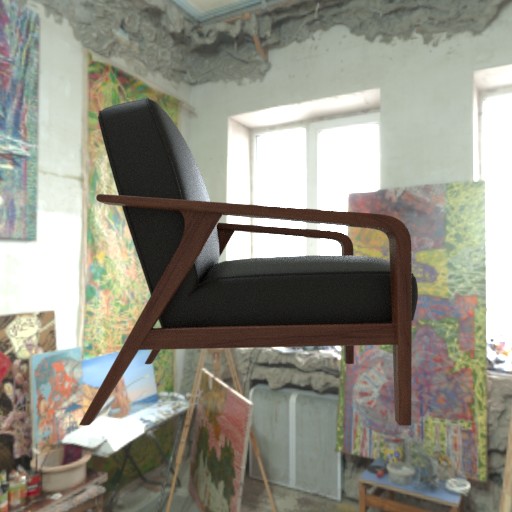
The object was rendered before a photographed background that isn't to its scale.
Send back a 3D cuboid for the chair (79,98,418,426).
[{"bbox_3d":[0.000,0.000,1.458,0.889,0.861,0.719,0,0,0],"label":"chair"}]
